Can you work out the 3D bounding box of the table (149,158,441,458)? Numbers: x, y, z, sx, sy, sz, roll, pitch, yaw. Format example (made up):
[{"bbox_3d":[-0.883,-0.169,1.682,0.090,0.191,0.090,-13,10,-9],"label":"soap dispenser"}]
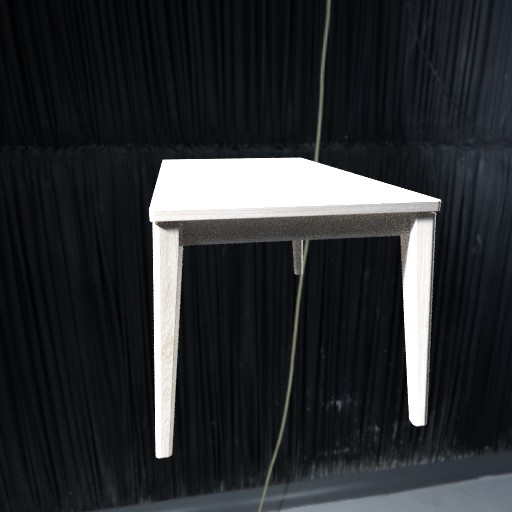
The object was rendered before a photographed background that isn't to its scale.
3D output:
[{"bbox_3d":[0.000,0.000,2.065,0.900,0.760,1.600,-3,17,-10],"label":"table"}]
